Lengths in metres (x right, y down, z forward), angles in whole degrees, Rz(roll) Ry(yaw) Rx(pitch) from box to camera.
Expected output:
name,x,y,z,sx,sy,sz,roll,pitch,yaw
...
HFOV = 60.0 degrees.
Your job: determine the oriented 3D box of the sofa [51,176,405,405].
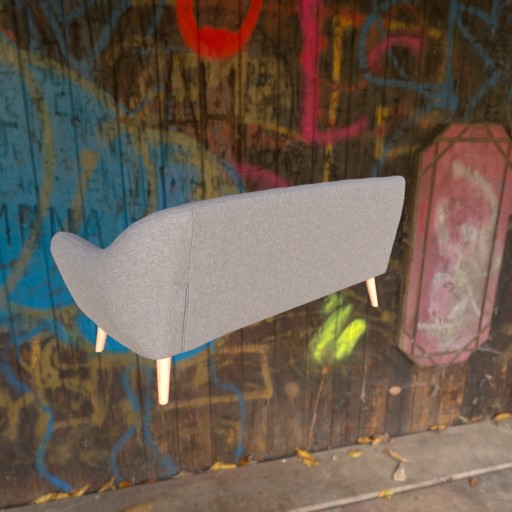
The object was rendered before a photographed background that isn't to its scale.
name,x,y,z,sx,sy,sz,roll,pitch,yaw
sofa,0.000,0.000,2.334,1.840,0.820,0.820,-14,21,-40
